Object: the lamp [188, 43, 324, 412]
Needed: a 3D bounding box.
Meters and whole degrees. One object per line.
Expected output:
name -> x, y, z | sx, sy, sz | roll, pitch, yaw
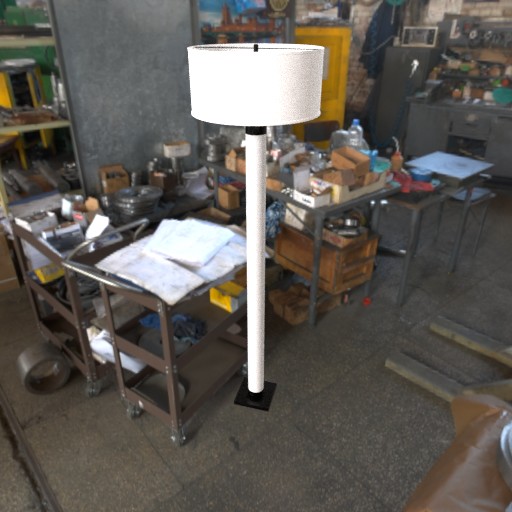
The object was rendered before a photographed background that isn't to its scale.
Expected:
lamp -> 0.000, 0.000, 1.709 | 0.420, 1.475, 0.420 | 8, 29, 14
